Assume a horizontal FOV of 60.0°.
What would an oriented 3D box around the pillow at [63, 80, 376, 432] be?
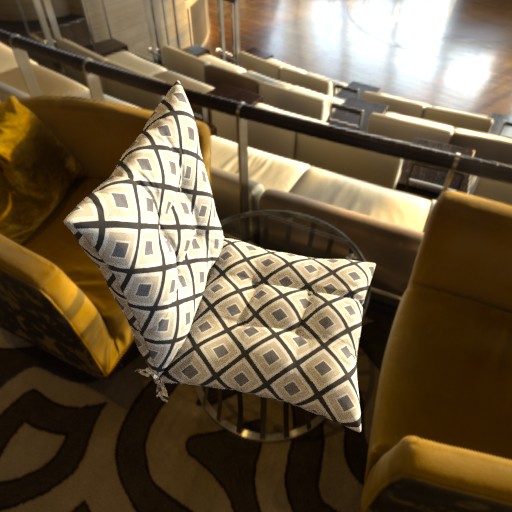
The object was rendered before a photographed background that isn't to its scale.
[{"bbox_3d":[0.000,0.000,0.997,0.585,0.536,0.541,10,47,10],"label":"pillow"}]
